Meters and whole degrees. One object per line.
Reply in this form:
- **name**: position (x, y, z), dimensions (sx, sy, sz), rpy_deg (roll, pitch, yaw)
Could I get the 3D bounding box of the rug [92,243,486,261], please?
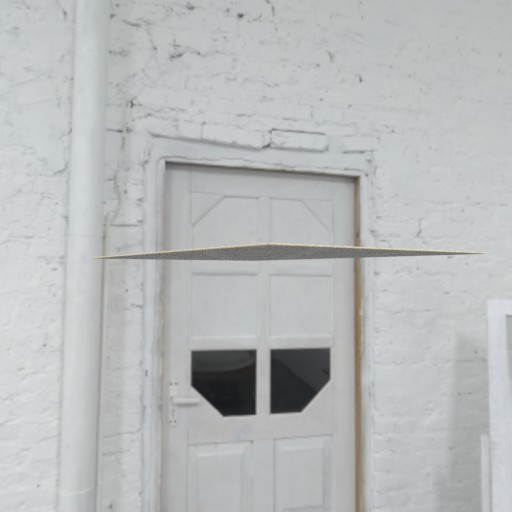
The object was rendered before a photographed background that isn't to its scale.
- **rug**: position (0.000, 0.000, 2.954), dimensions (1.522, 0.008, 2.284), rpy_deg (1, -2, -35)
